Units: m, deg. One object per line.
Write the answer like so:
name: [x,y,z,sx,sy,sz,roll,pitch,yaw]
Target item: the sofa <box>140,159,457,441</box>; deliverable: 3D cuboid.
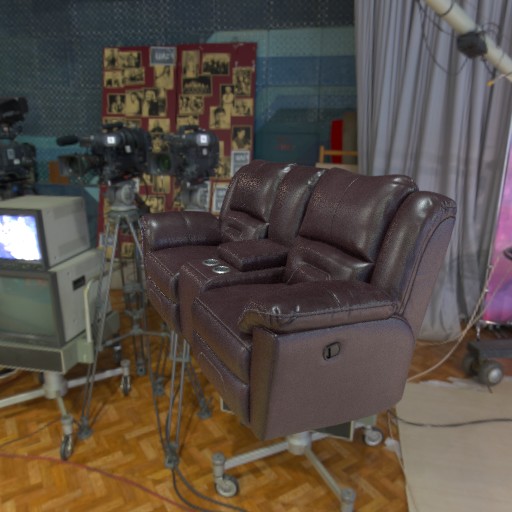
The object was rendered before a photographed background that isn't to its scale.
sofa: [0.000,0.000,2.618,0.991,1.043,2.058,-8,18,-26]
